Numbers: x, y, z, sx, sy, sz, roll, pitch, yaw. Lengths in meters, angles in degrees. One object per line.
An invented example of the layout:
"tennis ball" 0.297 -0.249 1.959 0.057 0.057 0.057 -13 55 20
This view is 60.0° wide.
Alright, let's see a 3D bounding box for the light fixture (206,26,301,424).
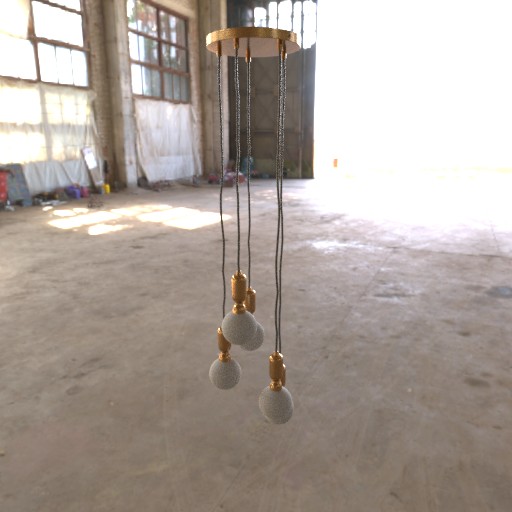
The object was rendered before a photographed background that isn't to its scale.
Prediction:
"light fixture" 0.000 0.000 0.506 0.105 0.457 0.108 13 19 43
